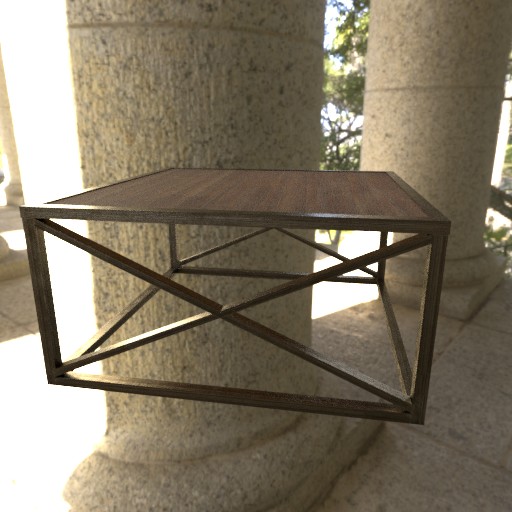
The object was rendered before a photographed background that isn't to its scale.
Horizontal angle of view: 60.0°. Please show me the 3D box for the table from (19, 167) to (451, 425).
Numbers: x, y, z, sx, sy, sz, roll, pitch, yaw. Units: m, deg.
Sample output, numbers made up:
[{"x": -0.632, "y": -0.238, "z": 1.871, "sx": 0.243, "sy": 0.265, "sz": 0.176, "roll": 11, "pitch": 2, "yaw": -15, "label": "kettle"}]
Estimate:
[{"x": 0.000, "y": 0.000, "z": 1.393, "sx": 0.899, "sy": 0.451, "sz": 0.909, "roll": 3, "pitch": 17, "yaw": 10, "label": "table"}]
